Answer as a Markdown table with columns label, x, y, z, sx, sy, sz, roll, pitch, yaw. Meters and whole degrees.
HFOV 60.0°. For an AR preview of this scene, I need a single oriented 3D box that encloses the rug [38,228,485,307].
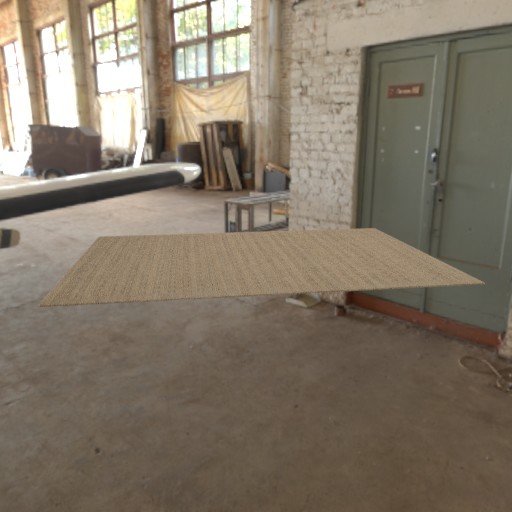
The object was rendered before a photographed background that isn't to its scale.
| label | x | y | z | sx | sy | sz | roll | pitch | yaw |
| --- | --- | --- | --- | --- | --- | --- | --- | --- | --- |
| rug | 0.000 | 0.000 | 2.258 | 1.752 | 0.006 | 1.142 | -2 | 15 | -8 |
